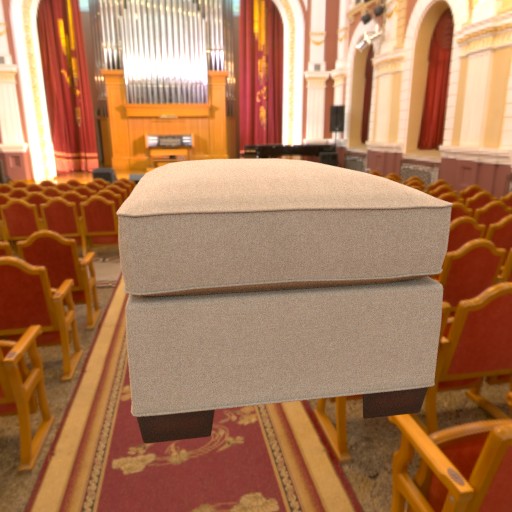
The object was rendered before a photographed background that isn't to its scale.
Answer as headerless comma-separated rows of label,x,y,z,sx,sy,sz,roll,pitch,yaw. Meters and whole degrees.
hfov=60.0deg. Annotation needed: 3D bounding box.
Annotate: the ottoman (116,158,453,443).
ottoman,0.000,0.000,1.213,0.617,0.503,0.846,-3,16,-10
